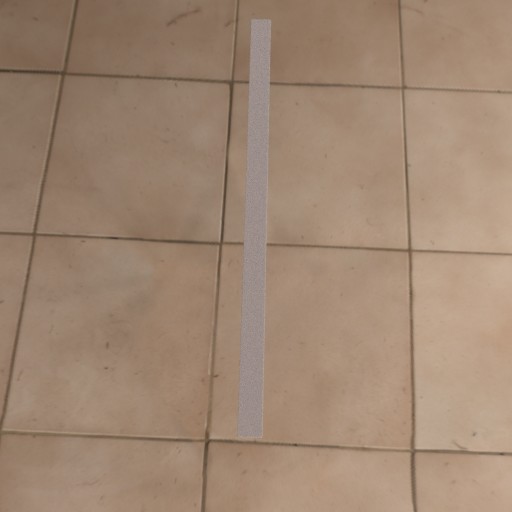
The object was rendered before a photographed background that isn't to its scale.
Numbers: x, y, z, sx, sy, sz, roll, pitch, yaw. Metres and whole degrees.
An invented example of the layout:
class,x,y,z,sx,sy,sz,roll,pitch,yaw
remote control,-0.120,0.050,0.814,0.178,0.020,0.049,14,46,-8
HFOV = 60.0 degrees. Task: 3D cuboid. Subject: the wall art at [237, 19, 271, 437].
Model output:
class,x,y,z,sx,sy,sz,roll,pitch,yaw
wall art,0.000,0.000,1.142,0.038,0.762,0.762,1,76,0
